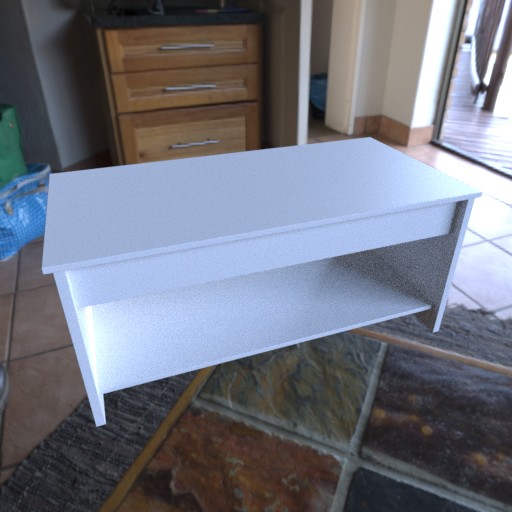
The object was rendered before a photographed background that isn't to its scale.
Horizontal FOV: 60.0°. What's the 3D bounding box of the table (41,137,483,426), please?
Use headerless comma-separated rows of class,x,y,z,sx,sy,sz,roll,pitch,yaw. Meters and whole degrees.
table,0.000,0.000,1.252,1.000,0.441,0.500,-11,33,-17
